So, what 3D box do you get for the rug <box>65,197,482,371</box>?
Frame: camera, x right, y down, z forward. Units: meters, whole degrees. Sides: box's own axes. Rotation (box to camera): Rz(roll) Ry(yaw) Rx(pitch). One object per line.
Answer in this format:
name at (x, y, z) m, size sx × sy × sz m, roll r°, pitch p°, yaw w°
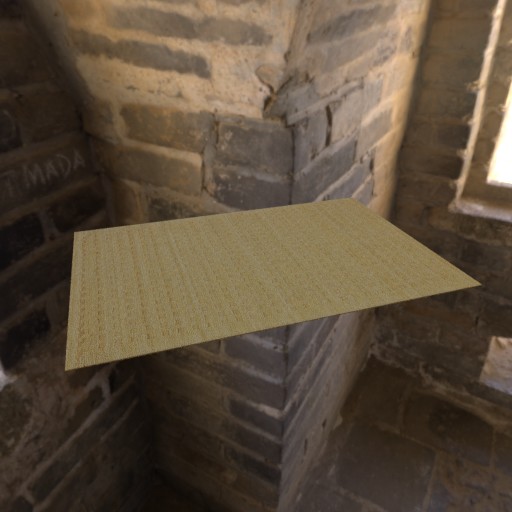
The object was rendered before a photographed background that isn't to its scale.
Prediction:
rug at (0.000, 0.000, 2.918) m, size 2.286 × 0.006 × 1.524 m, roll -9°, pitch 29°, yaw -16°
